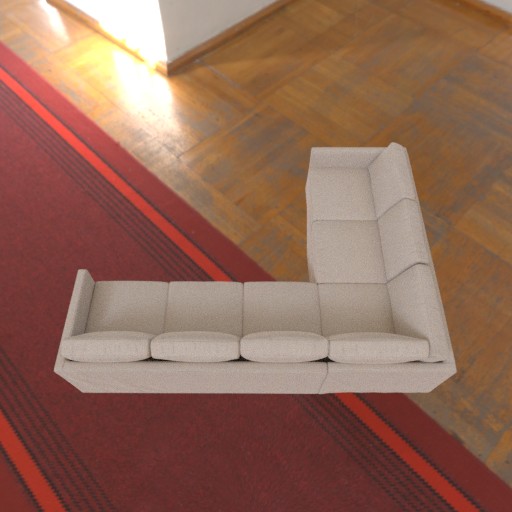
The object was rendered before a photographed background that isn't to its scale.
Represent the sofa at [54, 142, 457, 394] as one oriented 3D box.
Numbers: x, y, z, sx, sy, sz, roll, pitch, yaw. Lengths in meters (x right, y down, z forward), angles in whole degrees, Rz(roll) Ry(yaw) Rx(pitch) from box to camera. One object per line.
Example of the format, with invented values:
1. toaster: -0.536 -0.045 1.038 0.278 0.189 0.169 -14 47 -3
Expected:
1. sofa: 0.000 0.000 4.297 3.182 0.871 2.432 0 59 0
